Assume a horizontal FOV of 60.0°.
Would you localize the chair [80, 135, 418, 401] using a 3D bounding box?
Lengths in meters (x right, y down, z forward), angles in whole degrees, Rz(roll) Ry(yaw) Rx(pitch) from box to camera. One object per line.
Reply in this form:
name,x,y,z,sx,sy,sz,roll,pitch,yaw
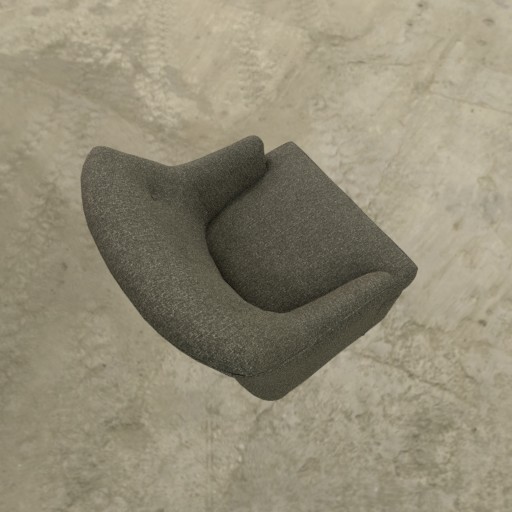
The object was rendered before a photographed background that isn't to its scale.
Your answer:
chair,0.000,0.000,1.606,0.923,0.856,0.864,-31,65,-16
